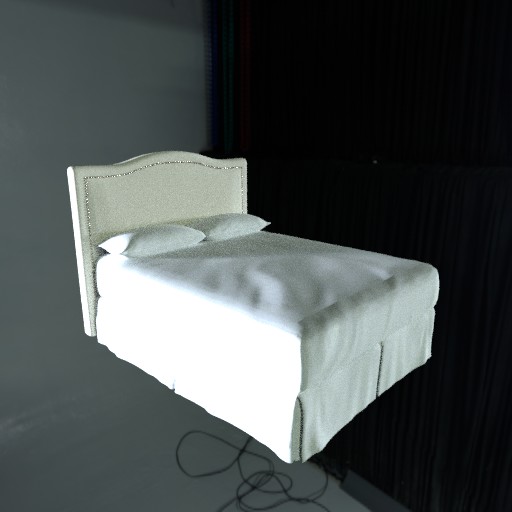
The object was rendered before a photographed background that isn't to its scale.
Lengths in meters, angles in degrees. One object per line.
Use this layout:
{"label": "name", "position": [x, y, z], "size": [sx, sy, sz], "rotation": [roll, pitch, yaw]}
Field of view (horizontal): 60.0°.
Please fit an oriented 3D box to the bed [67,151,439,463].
{"label": "bed", "position": [0.000, 0.000, 3.262], "size": [2.143, 1.460, 1.753], "rotation": [14, 21, 42]}
